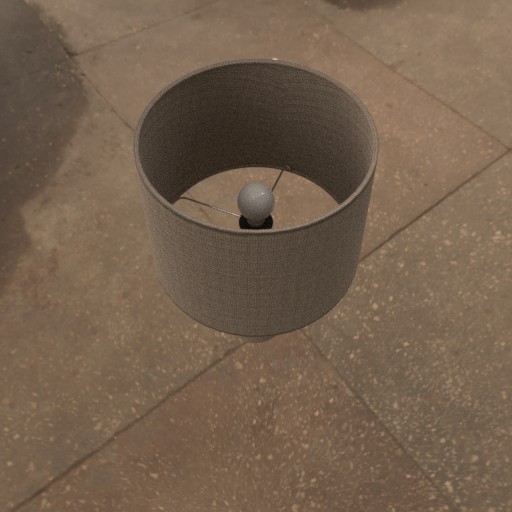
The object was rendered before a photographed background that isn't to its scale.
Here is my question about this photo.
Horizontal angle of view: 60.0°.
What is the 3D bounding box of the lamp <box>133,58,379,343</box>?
[{"bbox_3d":[0.000,0.000,0.839,0.367,0.609,0.367,0,58,0],"label":"lamp"}]
